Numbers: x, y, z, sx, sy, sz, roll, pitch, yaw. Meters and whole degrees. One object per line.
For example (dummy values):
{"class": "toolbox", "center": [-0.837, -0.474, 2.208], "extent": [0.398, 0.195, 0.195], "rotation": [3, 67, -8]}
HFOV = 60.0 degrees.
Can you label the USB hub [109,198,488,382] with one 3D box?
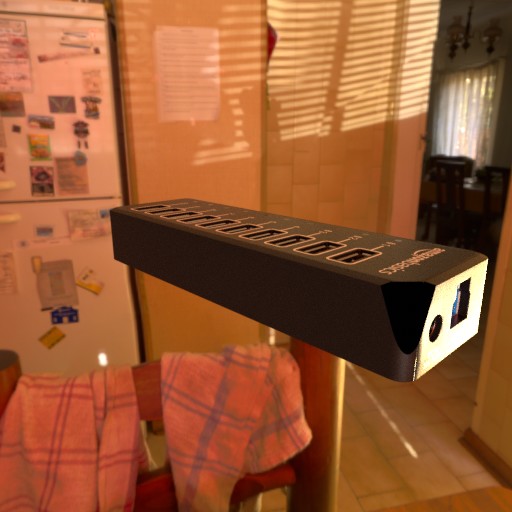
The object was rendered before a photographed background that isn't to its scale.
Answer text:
{"class": "USB hub", "center": [0.000, 0.000, 0.162], "extent": [0.044, 0.023, 0.145], "rotation": [-15, 22, -42]}
